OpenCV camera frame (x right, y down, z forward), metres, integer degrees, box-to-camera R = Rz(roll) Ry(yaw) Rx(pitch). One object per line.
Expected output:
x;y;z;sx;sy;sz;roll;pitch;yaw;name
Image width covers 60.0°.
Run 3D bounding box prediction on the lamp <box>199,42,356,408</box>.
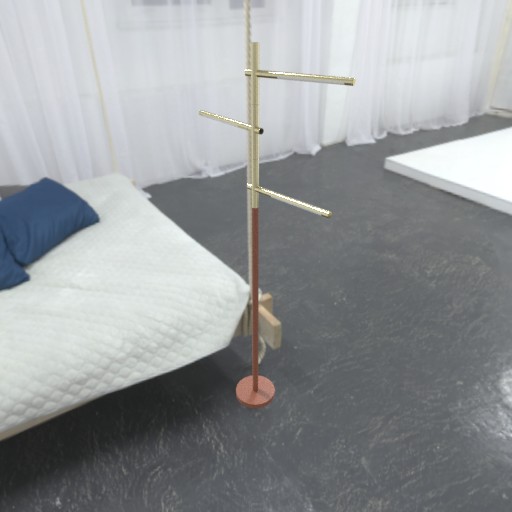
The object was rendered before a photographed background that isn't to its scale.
0.000;0.000;1.959;0.737;1.704;0.209;21;36;31;lamp
